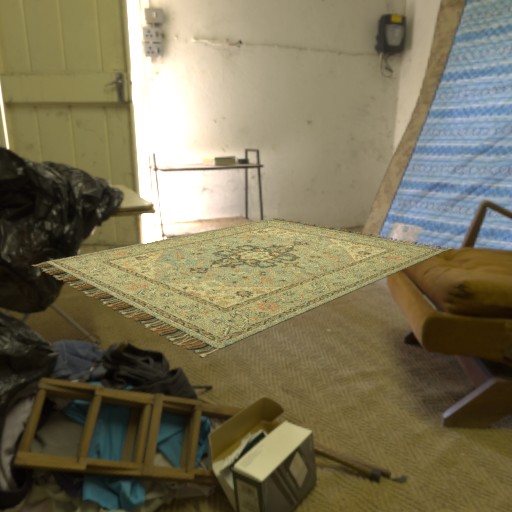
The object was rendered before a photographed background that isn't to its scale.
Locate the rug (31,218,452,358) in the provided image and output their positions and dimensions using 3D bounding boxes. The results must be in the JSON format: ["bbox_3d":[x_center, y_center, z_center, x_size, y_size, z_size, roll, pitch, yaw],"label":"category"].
[{"bbox_3d":[0.000,0.000,3.443,1.971,0.010,2.651,15,21,43],"label":"rug"}]
